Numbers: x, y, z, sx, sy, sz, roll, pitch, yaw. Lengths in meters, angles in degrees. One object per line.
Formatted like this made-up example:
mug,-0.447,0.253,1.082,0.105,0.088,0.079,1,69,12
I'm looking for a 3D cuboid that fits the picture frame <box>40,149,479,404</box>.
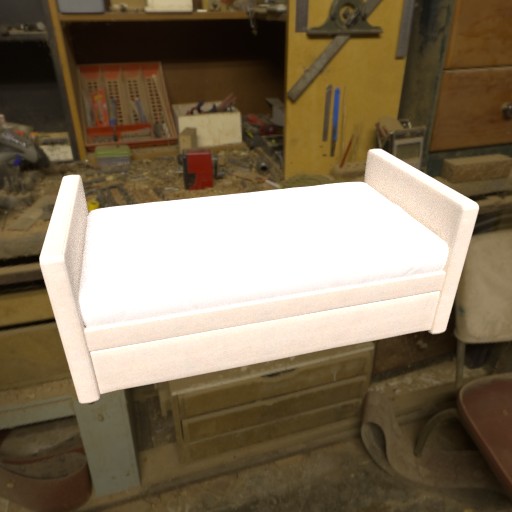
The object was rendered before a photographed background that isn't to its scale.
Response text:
picture frame,0.000,0.000,2.739,2.161,0.891,1.069,-8,31,-13
